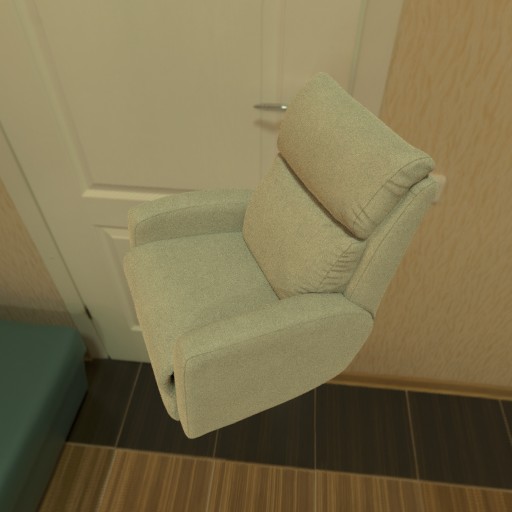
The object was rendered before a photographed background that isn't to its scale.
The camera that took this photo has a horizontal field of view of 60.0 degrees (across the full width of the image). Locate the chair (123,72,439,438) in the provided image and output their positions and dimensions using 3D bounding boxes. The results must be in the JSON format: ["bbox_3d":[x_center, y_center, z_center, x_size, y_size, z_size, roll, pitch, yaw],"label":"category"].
[{"bbox_3d":[0.000,0.000,1.637,0.940,1.021,0.794,-17,49,-16],"label":"chair"}]
